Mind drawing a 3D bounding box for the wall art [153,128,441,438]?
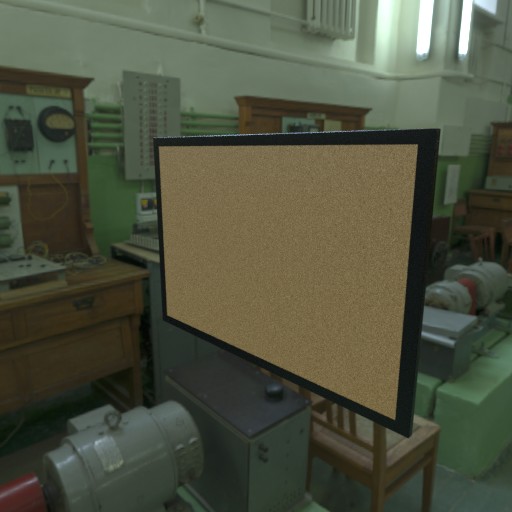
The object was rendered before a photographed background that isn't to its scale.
[{"bbox_3d":[0.000,0.000,1.043,0.015,0.552,0.819,-13,19,-43],"label":"wall art"}]
